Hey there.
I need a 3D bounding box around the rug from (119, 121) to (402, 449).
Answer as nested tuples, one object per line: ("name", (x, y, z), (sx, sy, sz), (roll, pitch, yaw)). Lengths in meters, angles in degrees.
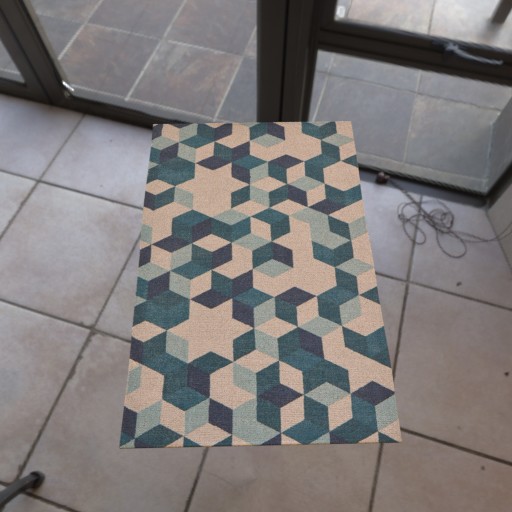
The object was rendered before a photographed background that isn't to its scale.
("rug", (0.000, 0.000, 2.319), (1.235, 0.014, 1.829), (-1, 63, -1))
